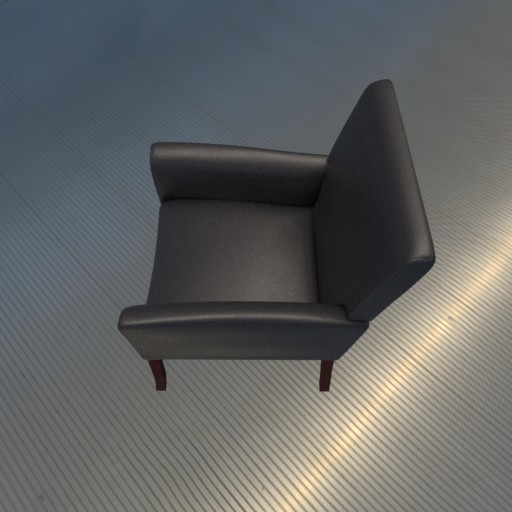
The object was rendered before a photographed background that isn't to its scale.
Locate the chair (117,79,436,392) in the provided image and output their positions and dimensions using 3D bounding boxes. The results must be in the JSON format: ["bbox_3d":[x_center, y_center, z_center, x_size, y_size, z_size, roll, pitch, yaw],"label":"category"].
[{"bbox_3d":[0.000,0.000,1.496,0.772,0.951,0.683,0,58,0],"label":"chair"}]
